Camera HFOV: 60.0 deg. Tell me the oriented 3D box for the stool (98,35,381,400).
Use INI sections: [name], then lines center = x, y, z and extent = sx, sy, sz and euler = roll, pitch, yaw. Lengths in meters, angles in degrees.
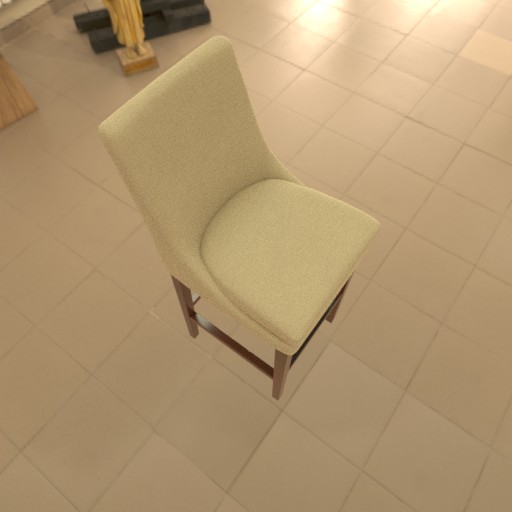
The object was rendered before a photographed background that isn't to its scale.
[stool]
center = 0.000, 0.000, 1.385
extent = 0.577, 1.078, 0.470
euler = 32, 64, 18
